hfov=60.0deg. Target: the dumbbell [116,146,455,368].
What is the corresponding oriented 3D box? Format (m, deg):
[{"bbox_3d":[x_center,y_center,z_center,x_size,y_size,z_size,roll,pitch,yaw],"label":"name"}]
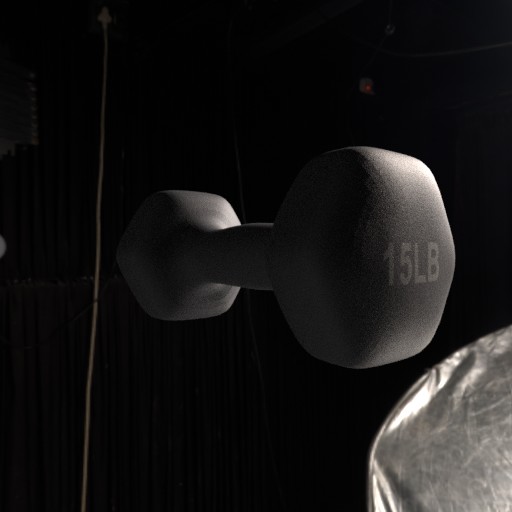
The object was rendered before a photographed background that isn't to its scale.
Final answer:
[{"bbox_3d":[0.000,0.000,0.298,0.116,0.105,0.240,0,1,-38],"label":"dumbbell"}]
